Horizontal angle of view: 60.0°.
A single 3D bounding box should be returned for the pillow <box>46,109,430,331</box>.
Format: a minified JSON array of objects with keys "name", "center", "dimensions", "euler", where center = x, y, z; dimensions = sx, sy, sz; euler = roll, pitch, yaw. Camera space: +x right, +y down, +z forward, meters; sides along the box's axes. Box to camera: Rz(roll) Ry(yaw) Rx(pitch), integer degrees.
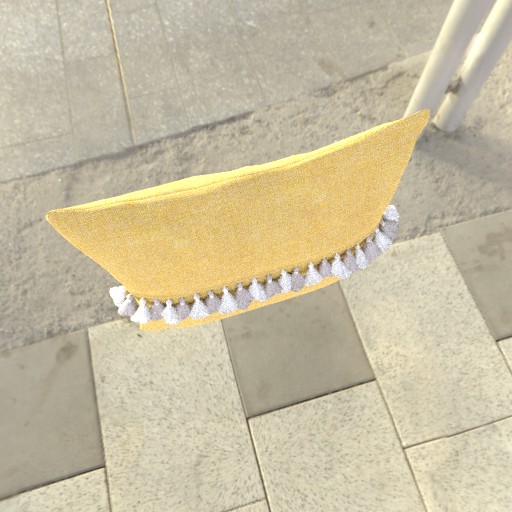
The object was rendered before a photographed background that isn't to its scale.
[{"name":"pillow","center":[0.000,0.000,0.718],"dimensions":[0.485,0.481,0.167],"euler":[-17,67,-7]}]
